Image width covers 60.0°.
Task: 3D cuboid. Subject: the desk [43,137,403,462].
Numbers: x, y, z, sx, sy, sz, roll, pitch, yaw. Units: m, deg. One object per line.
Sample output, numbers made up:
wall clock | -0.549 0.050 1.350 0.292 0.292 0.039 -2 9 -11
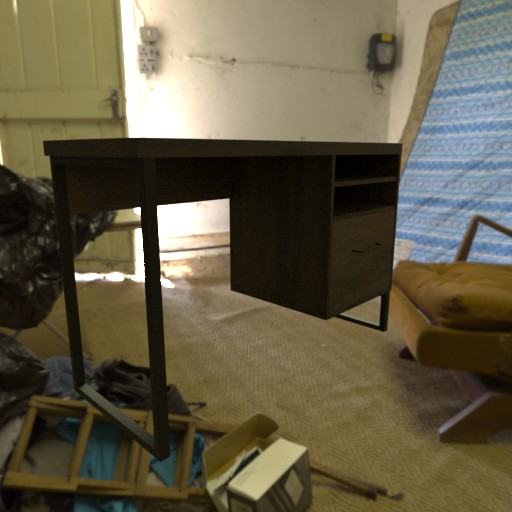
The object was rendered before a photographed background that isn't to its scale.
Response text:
desk | 0.000 0.000 1.510 0.511 0.752 1.134 13 18 43
